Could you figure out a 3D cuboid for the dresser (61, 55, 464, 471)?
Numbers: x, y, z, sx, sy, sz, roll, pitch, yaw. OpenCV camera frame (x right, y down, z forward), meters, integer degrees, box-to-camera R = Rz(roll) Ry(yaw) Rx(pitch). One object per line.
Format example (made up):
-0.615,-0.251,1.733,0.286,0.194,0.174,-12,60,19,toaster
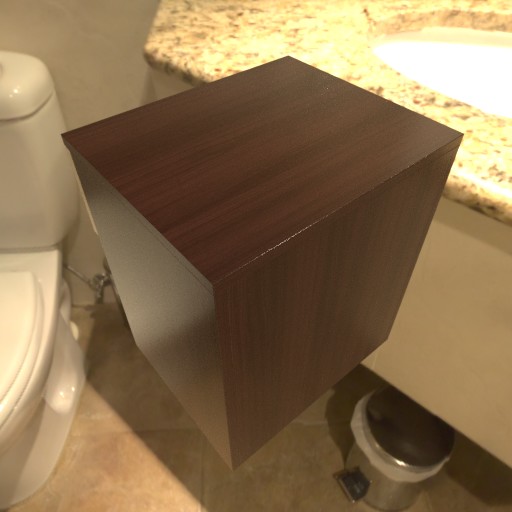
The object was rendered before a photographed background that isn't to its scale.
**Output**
0.000,0.000,0.746,0.400,0.470,0.360,-31,53,-27,dresser
